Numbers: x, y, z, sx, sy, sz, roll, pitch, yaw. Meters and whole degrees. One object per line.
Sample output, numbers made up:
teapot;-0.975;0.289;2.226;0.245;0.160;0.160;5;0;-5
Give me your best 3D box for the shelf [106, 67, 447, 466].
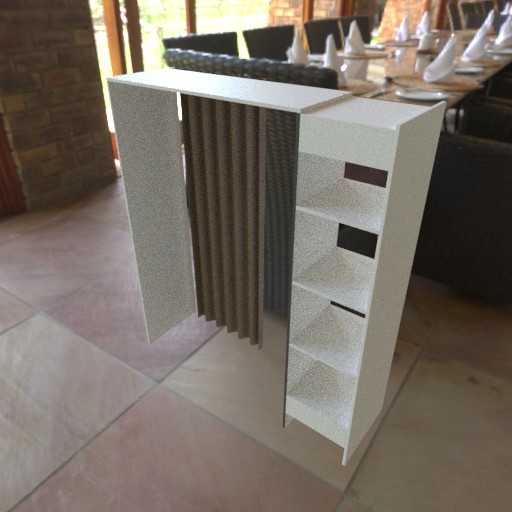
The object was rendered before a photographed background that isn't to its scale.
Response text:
shelf;0.000;0.000;2.521;1.600;1.820;0.500;22;37;32
